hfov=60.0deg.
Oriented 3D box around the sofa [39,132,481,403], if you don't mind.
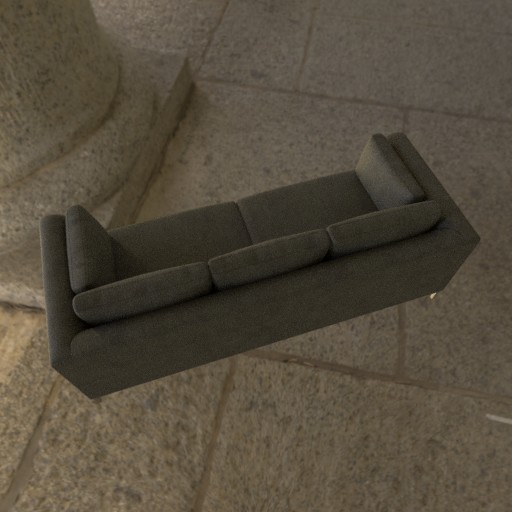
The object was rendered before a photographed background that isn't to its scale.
[{"bbox_3d":[0.000,0.000,2.850,2.415,0.867,0.969,-15,59,-10],"label":"sofa"}]
